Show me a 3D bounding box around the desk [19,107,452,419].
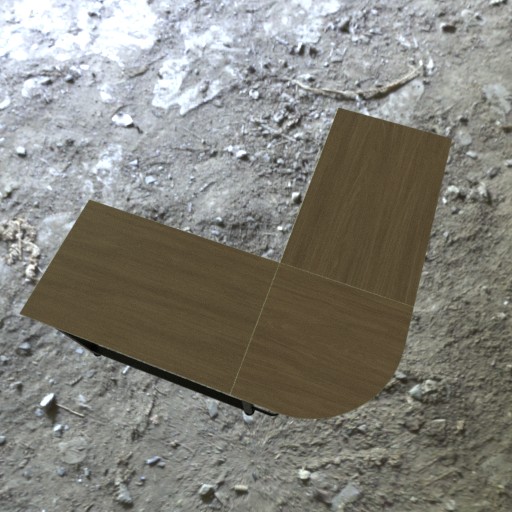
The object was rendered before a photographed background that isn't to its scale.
[{"bbox_3d":[0.000,0.000,2.199,1.400,0.762,1.400,18,67,8],"label":"desk"}]
